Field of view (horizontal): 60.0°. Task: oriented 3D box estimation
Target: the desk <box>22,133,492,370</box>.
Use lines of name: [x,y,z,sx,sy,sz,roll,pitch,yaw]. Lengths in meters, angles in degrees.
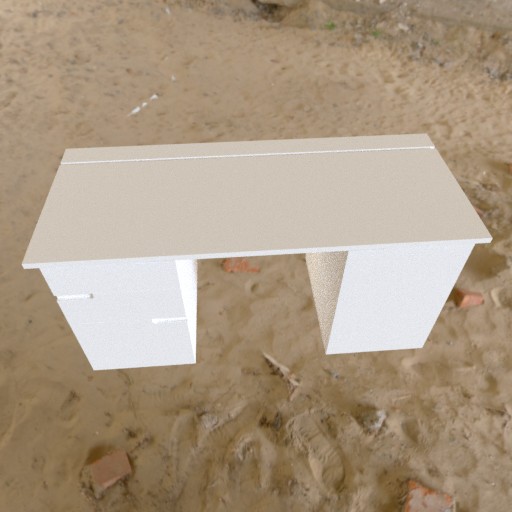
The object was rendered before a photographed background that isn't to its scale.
desk: [0.000,0.000,1.986,1.580,0.760,0.670,-3,47,-3]
